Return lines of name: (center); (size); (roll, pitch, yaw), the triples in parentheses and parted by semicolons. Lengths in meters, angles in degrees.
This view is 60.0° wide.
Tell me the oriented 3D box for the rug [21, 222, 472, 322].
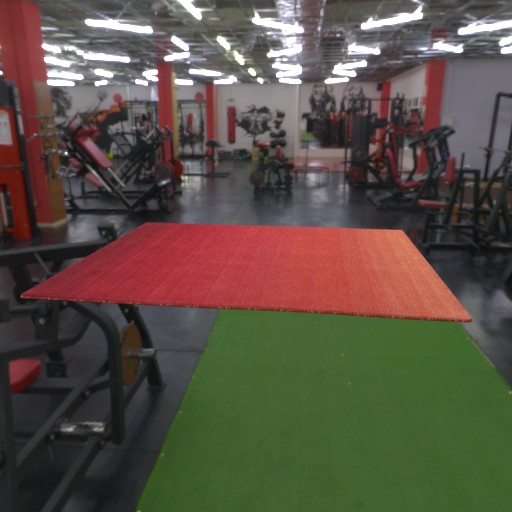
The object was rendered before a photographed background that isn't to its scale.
rug: (0.000, 0.000, 3.905); (2.905, 0.028, 2.340); (2, 17, 7)
